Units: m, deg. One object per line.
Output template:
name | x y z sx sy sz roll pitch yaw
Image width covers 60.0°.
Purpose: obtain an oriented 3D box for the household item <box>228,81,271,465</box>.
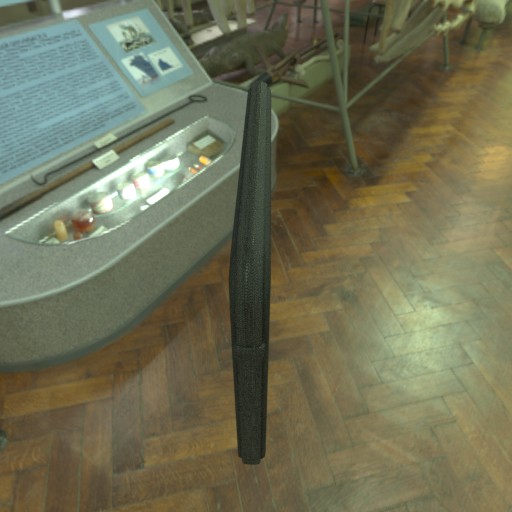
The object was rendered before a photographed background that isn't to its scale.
household item | 0.000 0.000 0.529 0.030 0.305 0.396 1 41 1
